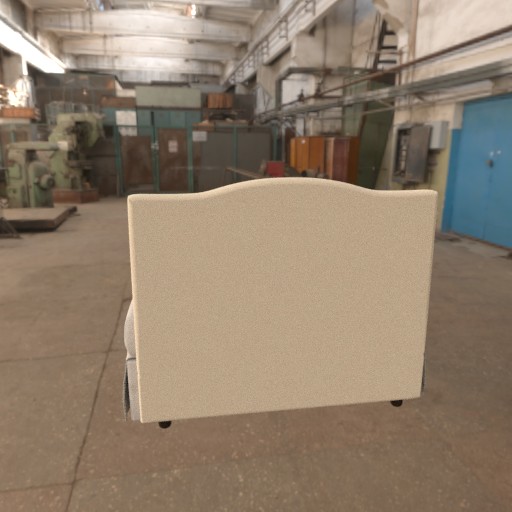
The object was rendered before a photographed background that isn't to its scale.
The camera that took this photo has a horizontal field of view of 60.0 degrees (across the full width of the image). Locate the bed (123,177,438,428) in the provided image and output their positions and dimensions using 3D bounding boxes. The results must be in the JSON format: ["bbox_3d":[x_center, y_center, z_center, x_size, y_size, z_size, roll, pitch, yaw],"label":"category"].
[{"bbox_3d":[0.000,0.000,3.682,1.977,1.437,2.477,-2,14,-9],"label":"bed"}]
